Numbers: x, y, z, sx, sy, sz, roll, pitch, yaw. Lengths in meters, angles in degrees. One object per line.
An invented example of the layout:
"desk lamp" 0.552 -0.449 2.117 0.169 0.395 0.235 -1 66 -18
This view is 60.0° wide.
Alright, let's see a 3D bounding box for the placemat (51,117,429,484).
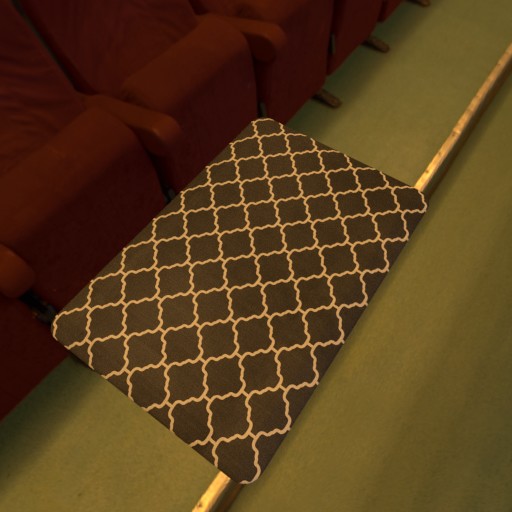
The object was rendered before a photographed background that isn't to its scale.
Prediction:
"placemat" 0.000 0.000 0.966 0.508 0.021 0.762 31 64 17
